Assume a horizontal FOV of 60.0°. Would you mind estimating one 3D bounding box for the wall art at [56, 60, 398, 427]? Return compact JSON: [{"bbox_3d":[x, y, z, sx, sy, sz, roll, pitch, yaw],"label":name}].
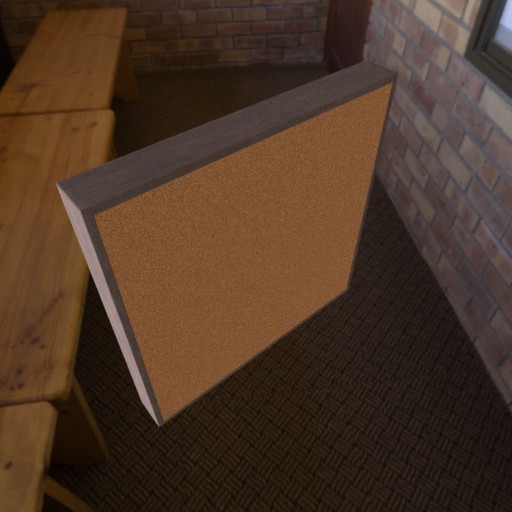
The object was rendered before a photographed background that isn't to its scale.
[{"bbox_3d":[0.000,0.000,0.449,0.303,0.302,0.038,-31,53,-27],"label":"wall art"}]
